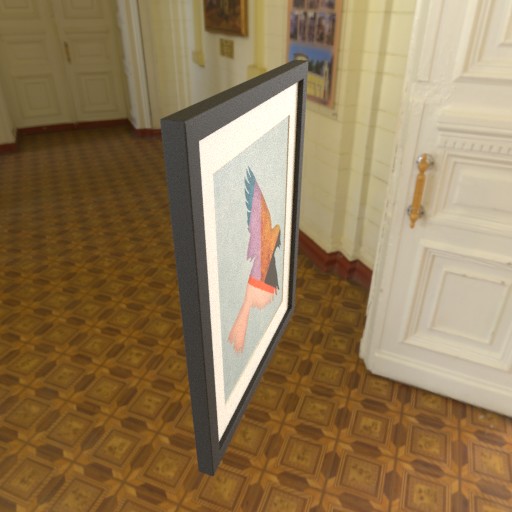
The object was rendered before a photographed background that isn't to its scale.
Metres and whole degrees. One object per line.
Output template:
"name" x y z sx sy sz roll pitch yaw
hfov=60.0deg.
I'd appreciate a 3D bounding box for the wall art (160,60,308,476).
"wall art" 0.000 0.000 0.749 0.028 0.558 0.457 11 33 18
